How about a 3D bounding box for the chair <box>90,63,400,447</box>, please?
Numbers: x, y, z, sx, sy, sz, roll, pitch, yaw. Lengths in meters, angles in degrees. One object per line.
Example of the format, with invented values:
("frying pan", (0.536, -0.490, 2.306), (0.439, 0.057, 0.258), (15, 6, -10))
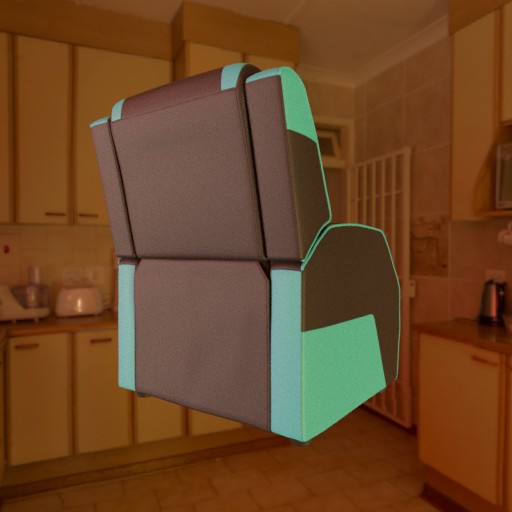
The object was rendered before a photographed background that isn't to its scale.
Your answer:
("chair", (0.000, 0.000, 1.263), (0.620, 0.805, 0.672), (1, 1, 37))
